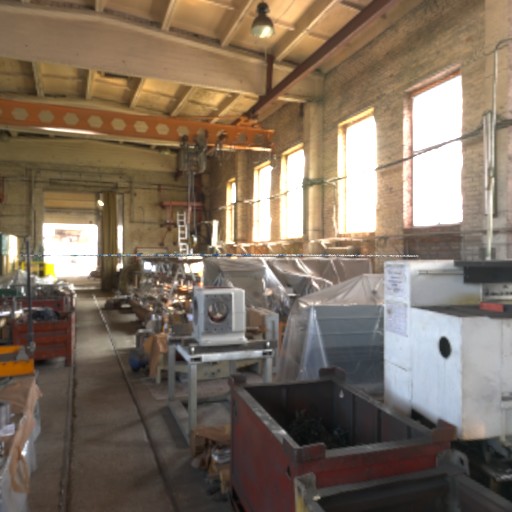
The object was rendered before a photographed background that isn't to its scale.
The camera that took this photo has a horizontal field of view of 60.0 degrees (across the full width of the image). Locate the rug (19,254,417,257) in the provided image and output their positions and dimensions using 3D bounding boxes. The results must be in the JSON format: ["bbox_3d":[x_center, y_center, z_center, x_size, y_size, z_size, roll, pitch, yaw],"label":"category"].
[{"bbox_3d":[0.000,0.000,3.041,1.531,0.008,2.439,0,0,35],"label":"rug"}]
